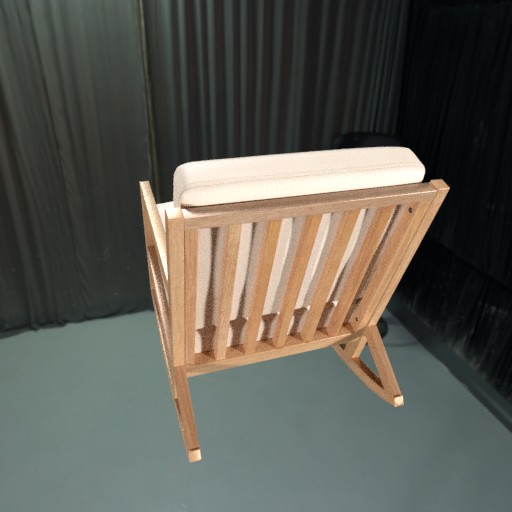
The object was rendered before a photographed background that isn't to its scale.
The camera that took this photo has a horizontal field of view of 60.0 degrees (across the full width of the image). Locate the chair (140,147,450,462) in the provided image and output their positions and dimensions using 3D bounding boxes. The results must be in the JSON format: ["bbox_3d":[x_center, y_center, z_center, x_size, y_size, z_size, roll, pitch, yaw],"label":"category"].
[{"bbox_3d":[0.000,0.000,1.397,0.622,0.790,0.857,-8,27,-16],"label":"chair"}]
